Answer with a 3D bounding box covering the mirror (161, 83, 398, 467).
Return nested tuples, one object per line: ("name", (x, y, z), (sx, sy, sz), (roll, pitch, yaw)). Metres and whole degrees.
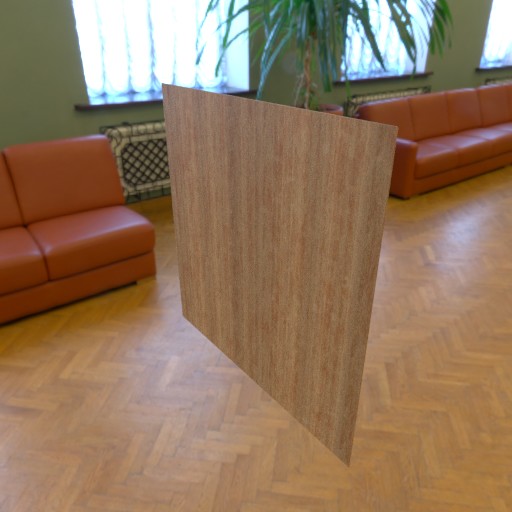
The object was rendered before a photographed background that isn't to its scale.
("mirror", (0.000, 0.000, 0.957), (0.047, 0.651, 0.651), (-20, 33, -33))
